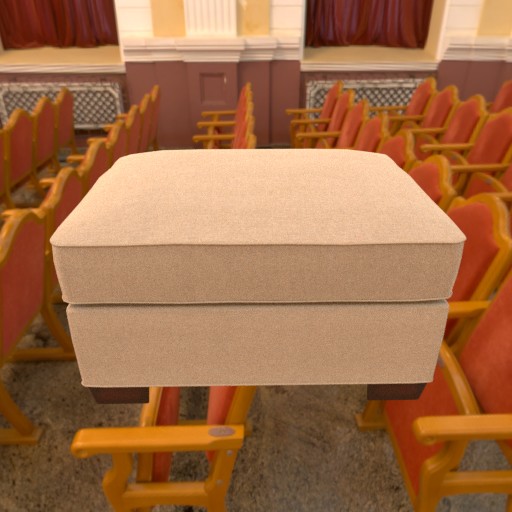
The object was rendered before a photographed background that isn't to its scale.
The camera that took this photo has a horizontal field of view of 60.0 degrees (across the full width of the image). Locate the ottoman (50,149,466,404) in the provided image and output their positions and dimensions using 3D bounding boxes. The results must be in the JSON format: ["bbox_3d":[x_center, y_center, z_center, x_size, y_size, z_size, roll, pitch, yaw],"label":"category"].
[{"bbox_3d":[0.000,0.000,1.227,0.846,0.503,0.617,0,29,-1],"label":"ottoman"}]
